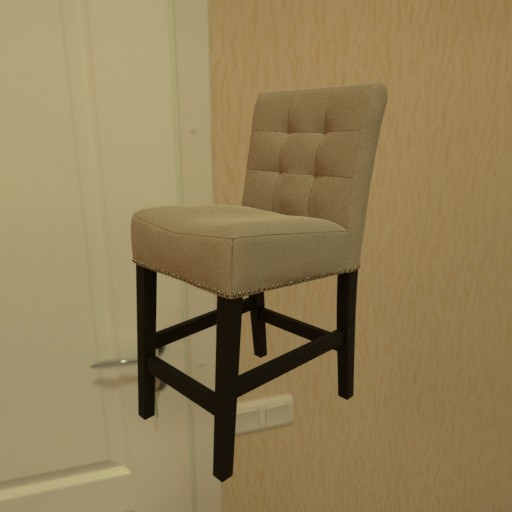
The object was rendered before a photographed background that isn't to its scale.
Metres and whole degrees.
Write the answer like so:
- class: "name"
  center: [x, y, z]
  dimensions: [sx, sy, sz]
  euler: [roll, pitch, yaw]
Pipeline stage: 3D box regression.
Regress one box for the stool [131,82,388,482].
- class: "stool"
  center: [0.000, 0.000, 1.191]
  dimensions: [0.427, 0.885, 0.571]
  euler: [15, 22, 42]
